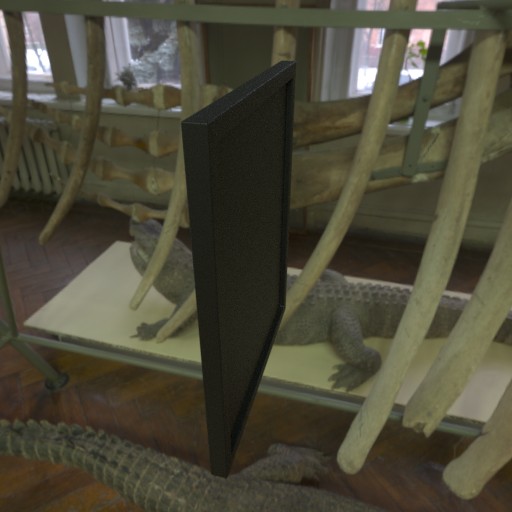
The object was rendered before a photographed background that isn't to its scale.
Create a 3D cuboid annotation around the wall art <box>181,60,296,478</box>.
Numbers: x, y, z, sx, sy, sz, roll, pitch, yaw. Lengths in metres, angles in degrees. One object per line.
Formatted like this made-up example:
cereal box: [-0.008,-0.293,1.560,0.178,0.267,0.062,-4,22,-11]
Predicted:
wall art: [0.000,0.000,0.754,0.028,0.559,0.457,8,32,13]
